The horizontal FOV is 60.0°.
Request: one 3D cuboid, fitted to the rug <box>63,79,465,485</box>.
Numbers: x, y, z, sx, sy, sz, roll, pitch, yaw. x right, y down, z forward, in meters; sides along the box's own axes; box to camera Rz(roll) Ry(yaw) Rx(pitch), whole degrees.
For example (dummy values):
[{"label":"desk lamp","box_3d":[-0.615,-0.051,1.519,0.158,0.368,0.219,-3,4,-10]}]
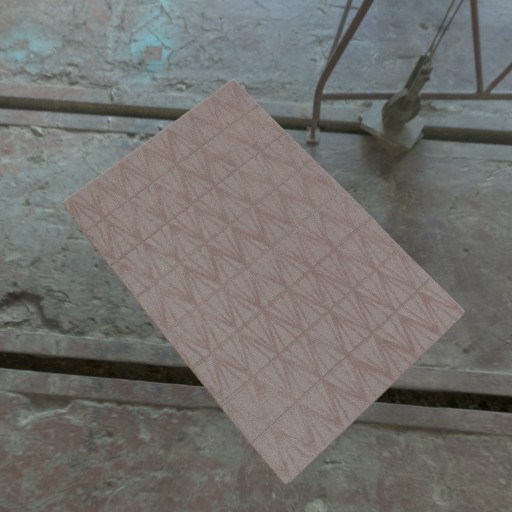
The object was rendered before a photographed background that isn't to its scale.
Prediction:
[{"label":"rug","box_3d":[0.000,0.000,2.317,1.230,0.025,1.837,-39,78,-10]}]
